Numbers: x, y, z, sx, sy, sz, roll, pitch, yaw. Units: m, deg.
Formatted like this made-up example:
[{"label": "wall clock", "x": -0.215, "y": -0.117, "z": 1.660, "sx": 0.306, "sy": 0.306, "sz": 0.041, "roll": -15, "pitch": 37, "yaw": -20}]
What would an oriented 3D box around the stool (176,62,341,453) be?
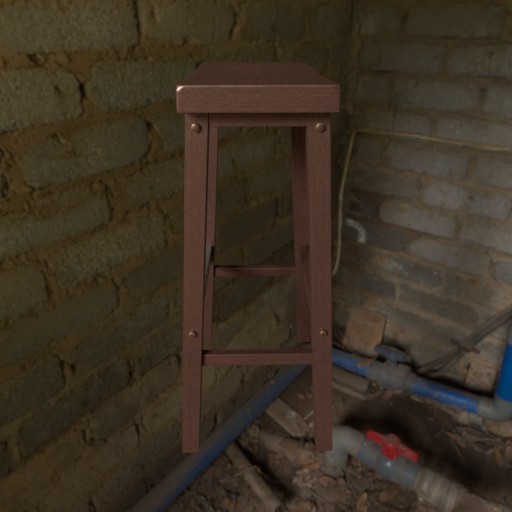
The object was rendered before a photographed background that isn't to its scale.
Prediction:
[{"label": "stool", "x": 0.000, "y": 0.000, "z": 0.961, "sx": 0.322, "sy": 0.742, "sz": 0.406, "roll": 0, "pitch": 28, "yaw": -1}]
